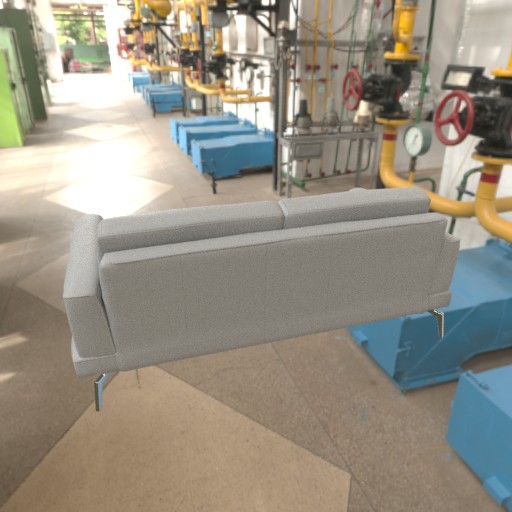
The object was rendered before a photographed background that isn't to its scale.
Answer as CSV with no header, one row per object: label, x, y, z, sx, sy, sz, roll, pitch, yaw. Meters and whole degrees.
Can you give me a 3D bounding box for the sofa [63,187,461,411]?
sofa,0.000,0.000,2.733,2.177,0.930,1.121,-8,26,-16
